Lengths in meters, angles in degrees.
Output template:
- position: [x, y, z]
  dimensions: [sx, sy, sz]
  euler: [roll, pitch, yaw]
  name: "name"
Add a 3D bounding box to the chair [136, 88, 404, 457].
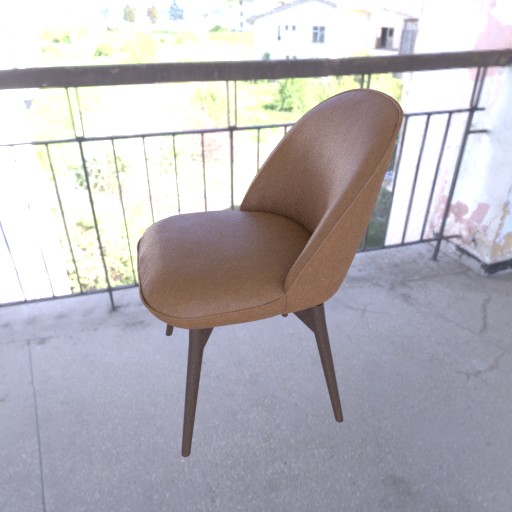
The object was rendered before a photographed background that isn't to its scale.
- position: [0.000, 0.000, 1.210]
  dimensions: [0.631, 0.831, 0.521]
  euler: [-7, 30, -13]
  name: "chair"
